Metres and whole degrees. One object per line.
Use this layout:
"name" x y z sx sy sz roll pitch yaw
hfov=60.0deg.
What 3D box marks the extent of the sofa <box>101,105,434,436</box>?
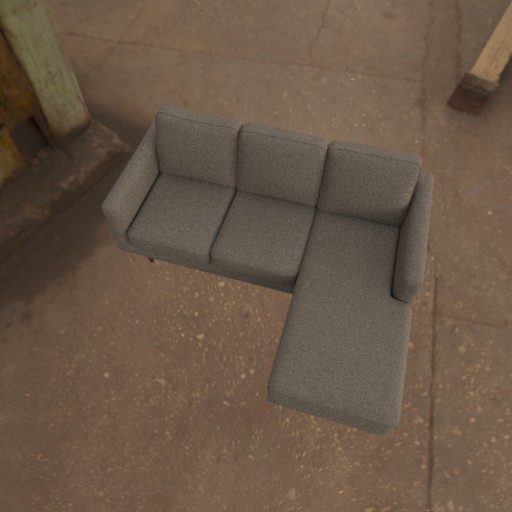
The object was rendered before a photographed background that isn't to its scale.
"sofa" 0.000 0.000 2.908 2.055 0.957 1.667 14 58 9
